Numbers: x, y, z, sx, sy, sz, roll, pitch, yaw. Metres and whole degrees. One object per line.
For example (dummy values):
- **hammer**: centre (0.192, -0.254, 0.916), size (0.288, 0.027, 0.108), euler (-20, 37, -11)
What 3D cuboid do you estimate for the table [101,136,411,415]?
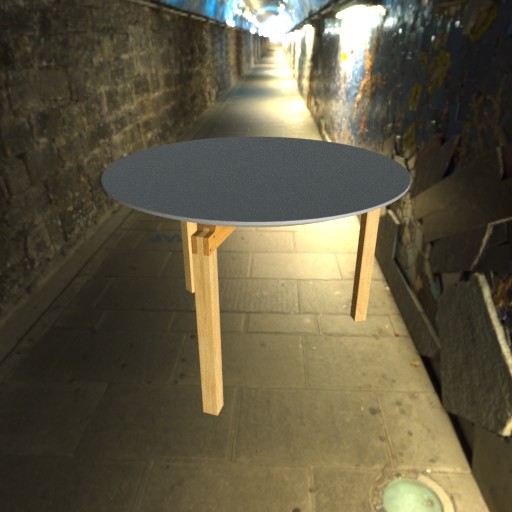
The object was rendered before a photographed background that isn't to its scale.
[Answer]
- **table**: centre (0.000, 0.000, 0.988), size (0.600, 0.405, 0.600), euler (0, 26, 0)
